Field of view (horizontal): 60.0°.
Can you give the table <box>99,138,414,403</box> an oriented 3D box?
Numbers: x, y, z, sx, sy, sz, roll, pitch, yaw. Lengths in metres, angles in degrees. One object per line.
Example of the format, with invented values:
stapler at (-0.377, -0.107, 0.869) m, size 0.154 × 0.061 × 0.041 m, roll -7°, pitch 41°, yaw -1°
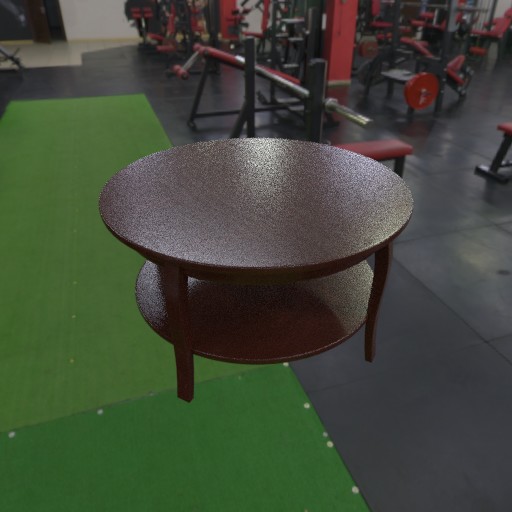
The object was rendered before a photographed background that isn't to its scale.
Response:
table at (0.000, 0.000, 1.472) m, size 0.911 × 0.512 × 0.911 m, roll 0°, pitch 32°, yaw 0°
